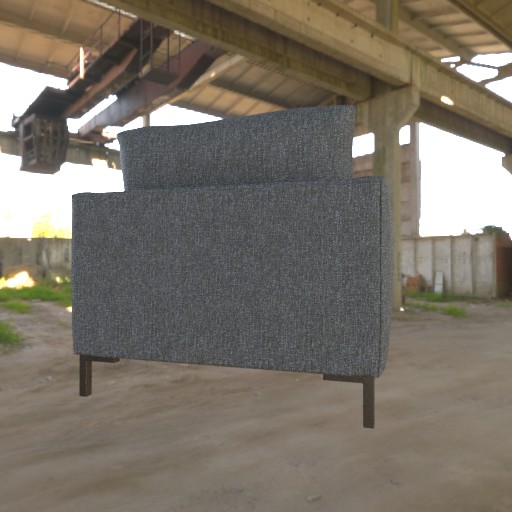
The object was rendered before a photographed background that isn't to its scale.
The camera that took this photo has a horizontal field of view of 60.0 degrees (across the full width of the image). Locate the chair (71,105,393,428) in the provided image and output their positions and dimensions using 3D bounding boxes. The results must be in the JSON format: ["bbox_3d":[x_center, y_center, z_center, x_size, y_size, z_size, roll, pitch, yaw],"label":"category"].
[{"bbox_3d":[0.000,0.000,1.628,0.963,0.861,0.866,0,-1,18],"label":"chair"}]
